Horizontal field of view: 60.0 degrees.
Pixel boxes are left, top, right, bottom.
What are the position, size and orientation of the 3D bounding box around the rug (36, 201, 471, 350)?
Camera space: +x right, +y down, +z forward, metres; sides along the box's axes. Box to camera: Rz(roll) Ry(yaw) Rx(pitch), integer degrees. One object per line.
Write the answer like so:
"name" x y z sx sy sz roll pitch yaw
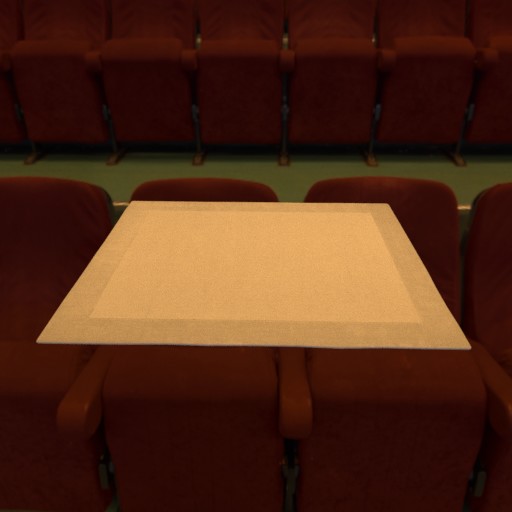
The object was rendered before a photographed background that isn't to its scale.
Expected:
"rug" 0.000 0.000 4.059 2.976 0.018 2.430 1 30 1
